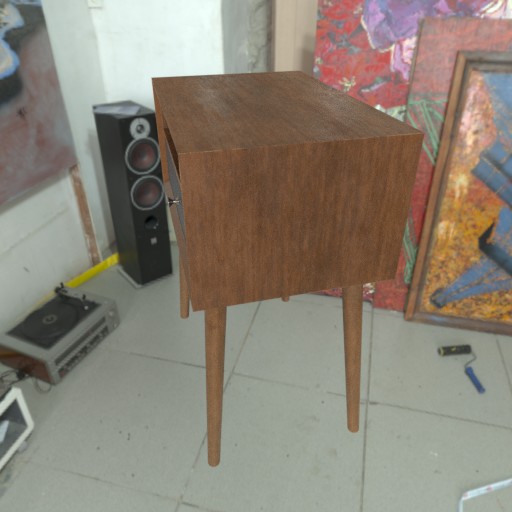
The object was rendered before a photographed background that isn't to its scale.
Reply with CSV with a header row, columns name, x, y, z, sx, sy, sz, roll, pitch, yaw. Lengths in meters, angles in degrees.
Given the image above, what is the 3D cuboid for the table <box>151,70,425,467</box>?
name,x,y,z,sx,sy,sz,roll,pitch,yaw
table,0.000,0.000,0.849,0.307,0.580,0.454,-8,33,-13
